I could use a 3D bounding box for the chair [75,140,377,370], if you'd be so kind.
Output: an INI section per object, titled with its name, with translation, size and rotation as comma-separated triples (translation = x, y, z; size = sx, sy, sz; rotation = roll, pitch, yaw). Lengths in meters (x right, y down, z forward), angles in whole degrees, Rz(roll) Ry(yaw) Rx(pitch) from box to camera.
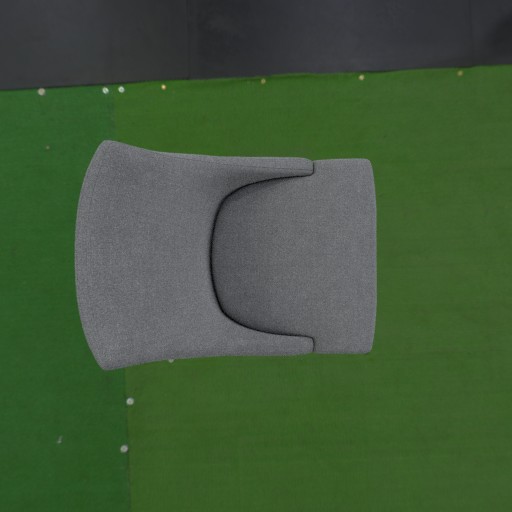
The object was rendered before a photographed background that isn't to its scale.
[chair]
translation = 0.000, 0.000, 1.484
size = 0.861, 0.909, 0.701
rotation = 0, 90, 0
